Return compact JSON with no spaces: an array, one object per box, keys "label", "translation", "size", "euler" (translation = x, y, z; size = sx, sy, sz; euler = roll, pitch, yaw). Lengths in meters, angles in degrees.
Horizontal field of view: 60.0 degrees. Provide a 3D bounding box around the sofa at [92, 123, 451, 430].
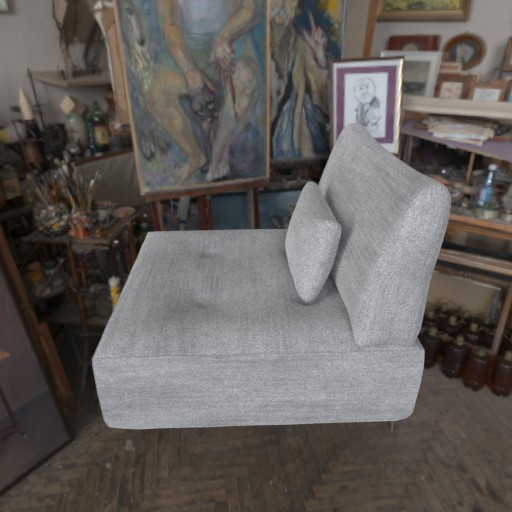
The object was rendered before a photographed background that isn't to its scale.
[{"label":"sofa","translation":[0.000,0.000,1.675],"size":[1.000,0.820,0.930],"euler":[-1,27,-2]}]
